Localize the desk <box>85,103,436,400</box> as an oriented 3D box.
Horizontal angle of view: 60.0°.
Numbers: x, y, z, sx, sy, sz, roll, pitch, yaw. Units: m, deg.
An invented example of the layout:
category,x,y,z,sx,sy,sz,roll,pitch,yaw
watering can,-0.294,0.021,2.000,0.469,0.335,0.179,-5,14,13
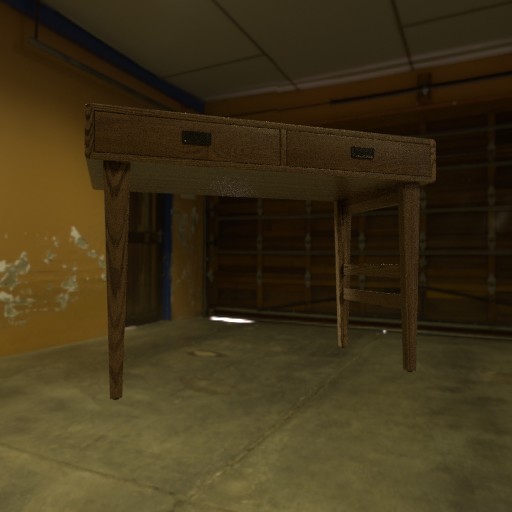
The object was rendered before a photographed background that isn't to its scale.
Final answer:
category,x,y,z,sx,sy,sz,roll,pitch,yaw
desk,0.000,0.000,1.507,1.067,0.755,0.508,0,-1,-18
